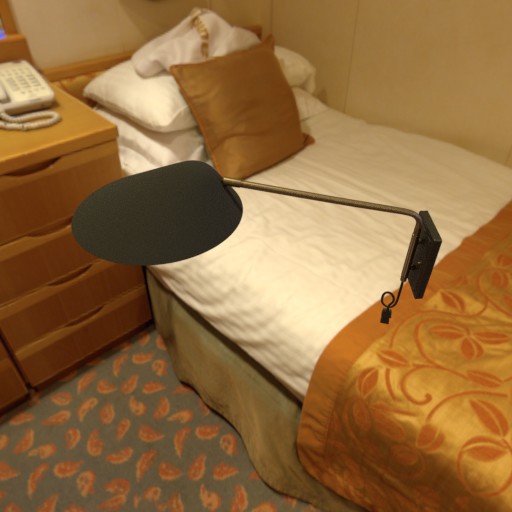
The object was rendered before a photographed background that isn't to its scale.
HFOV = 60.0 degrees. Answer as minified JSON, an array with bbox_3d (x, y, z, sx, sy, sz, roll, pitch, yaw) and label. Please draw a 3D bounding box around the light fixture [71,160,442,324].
[{"bbox_3d":[0.000,0.000,0.683,0.516,0.312,0.240,1,40,1],"label":"light fixture"}]
